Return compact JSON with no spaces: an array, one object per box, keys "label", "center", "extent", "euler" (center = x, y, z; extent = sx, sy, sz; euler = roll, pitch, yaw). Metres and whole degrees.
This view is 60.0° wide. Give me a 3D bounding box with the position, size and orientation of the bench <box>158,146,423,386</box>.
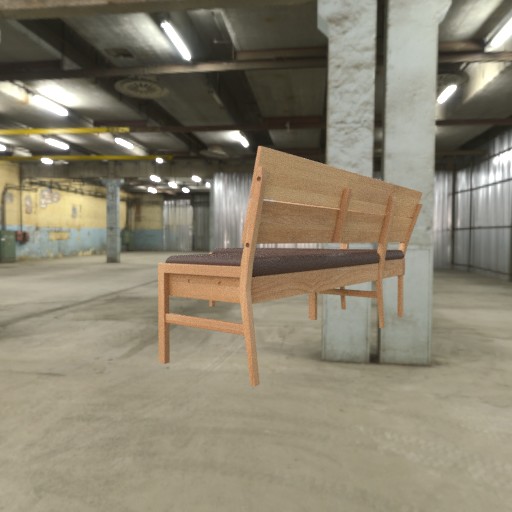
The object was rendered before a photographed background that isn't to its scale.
[{"label":"bench","center":[0.000,0.000,2.856],"extent":[1.549,0.890,1.975],"euler":[1,3,36]}]
